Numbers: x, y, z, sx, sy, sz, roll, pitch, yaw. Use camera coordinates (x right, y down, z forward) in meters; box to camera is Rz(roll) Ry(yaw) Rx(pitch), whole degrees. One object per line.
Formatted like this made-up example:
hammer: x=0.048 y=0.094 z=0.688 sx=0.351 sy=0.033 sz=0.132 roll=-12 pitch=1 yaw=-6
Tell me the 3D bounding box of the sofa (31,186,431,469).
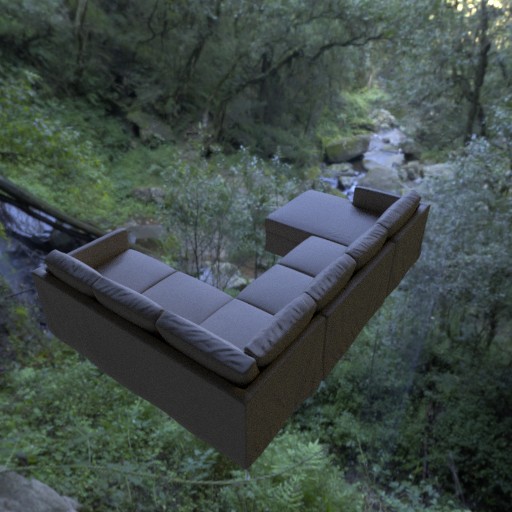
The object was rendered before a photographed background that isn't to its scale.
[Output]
sofa: x=0.000 y=0.000 z=4.620 sx=2.476 sy=0.878 sz=3.528 roll=22 pitch=39 yaw=30
